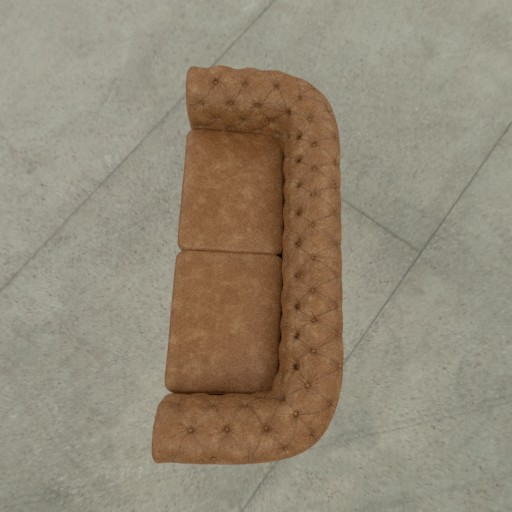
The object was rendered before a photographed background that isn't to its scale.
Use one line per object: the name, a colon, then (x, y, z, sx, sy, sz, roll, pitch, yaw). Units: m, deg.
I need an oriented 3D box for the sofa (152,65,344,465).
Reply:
sofa: (0.000, 0.000, 2.801, 0.989, 0.760, 2.365, 2, 74, 1)
